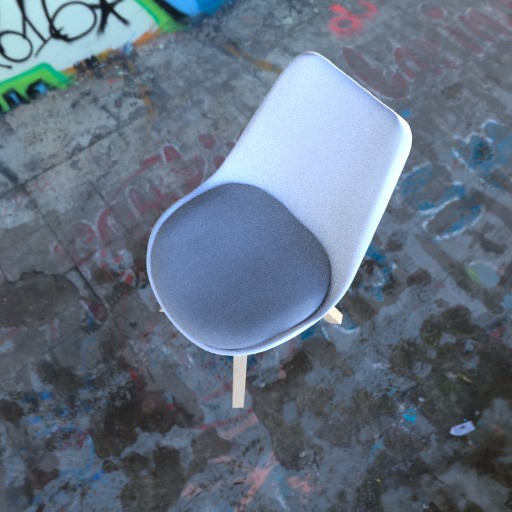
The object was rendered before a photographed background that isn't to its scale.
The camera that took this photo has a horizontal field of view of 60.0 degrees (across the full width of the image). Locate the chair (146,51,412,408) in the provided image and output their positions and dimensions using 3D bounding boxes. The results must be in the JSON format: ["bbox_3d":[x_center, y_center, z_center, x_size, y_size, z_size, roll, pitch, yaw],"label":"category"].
[{"bbox_3d":[0.000,0.000,1.168,0.550,0.850,0.485,-36,69,-16],"label":"chair"}]
